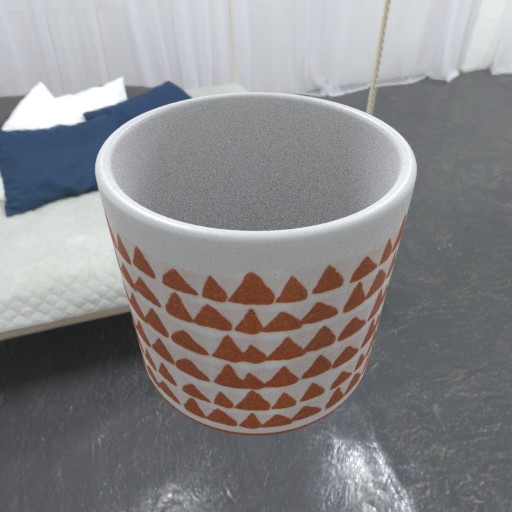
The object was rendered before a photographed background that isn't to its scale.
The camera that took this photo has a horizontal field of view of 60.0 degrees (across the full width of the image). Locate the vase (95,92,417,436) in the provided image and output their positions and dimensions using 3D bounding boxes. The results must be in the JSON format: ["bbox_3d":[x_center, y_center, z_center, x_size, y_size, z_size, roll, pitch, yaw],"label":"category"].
[{"bbox_3d":[0.000,0.000,0.234,0.137,0.127,0.137,0,40,0],"label":"vase"}]
